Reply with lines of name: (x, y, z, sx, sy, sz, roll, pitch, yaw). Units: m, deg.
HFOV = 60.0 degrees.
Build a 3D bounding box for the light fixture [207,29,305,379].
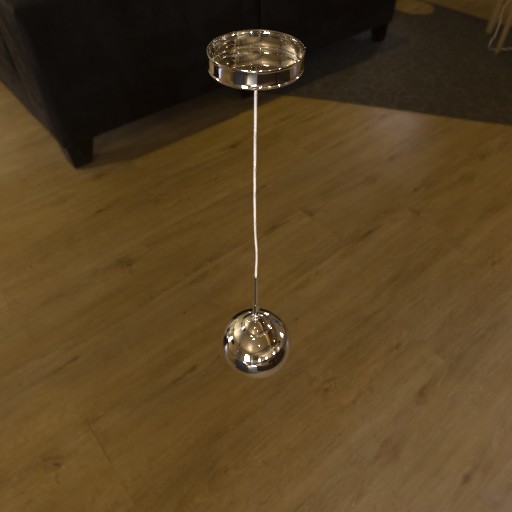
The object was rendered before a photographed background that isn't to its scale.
light fixture: (0.000, 0.000, 1.680, 0.336, 1.538, 0.336, -17, 50, -16)
